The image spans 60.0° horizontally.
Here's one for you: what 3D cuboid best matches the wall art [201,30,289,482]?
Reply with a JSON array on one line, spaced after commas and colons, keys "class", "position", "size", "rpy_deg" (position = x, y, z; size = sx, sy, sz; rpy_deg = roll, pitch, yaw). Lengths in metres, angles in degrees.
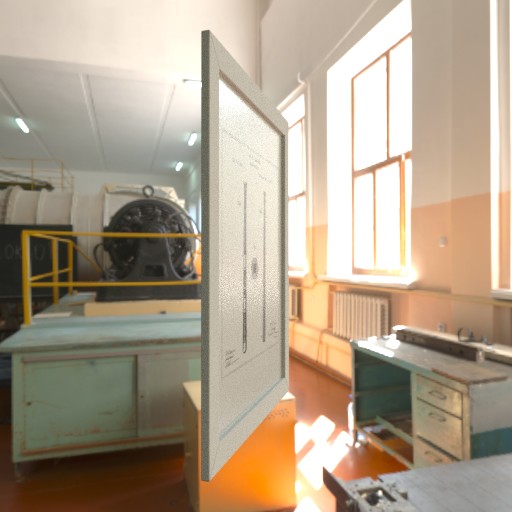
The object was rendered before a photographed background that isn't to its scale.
[{"class": "wall art", "position": [0.000, 0.000, 0.696], "size": [0.012, 0.529, 0.374], "rpy_deg": [0, 0, 18]}]
